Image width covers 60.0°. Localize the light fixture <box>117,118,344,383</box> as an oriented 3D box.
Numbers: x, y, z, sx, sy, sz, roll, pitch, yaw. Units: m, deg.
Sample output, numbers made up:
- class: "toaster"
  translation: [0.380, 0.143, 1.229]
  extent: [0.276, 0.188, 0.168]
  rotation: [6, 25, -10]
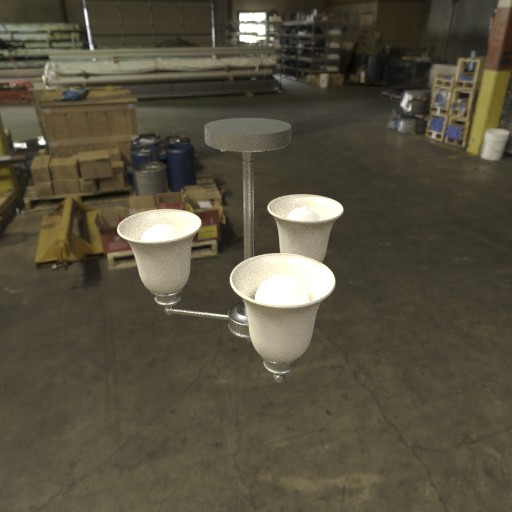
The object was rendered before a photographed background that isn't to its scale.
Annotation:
- class: "light fixture"
  translation: [0.000, 0.000, 0.667]
  extent: [0.388, 0.370, 0.354]
  rotation: [-8, 28, -16]
